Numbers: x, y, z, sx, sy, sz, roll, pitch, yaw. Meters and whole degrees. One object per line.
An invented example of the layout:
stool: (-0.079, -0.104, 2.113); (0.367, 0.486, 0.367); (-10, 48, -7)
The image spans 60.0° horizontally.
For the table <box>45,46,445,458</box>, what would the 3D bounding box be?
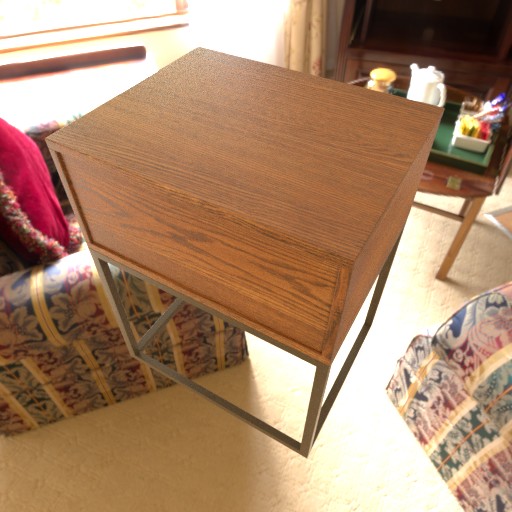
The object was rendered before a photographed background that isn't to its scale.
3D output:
table: (0.000, 0.000, 0.904); (0.482, 0.610, 0.400); (23, 51, 20)
